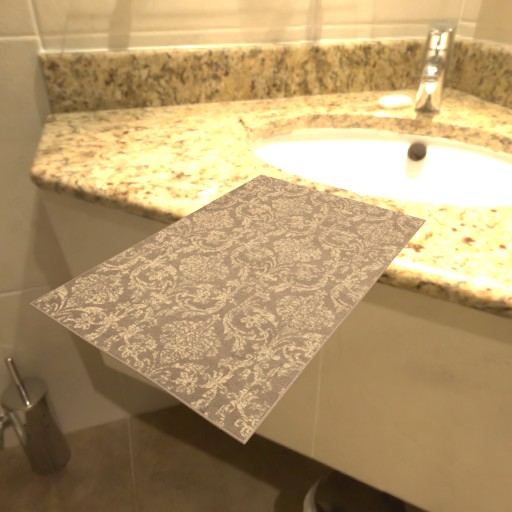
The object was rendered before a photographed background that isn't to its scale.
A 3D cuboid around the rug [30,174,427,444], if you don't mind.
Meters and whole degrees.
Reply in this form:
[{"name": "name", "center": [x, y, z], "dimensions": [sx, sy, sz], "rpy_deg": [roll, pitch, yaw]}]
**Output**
[{"name": "rug", "center": [0.000, 0.000, 3.496], "dimensions": [1.819, 0.018, 2.746], "rpy_deg": [21, 39, 29]}]
